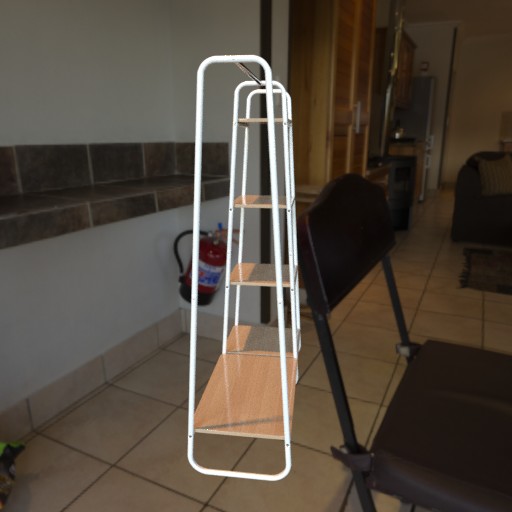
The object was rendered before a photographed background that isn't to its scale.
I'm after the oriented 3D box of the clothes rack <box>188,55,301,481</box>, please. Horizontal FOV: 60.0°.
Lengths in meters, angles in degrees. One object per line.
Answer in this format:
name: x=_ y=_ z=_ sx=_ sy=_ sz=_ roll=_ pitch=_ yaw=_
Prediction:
clothes rack: x=0.000 y=0.000 z=1.987 sx=0.400 sy=1.500 sz=1.011 roll=2 pitch=15 yaw=7
